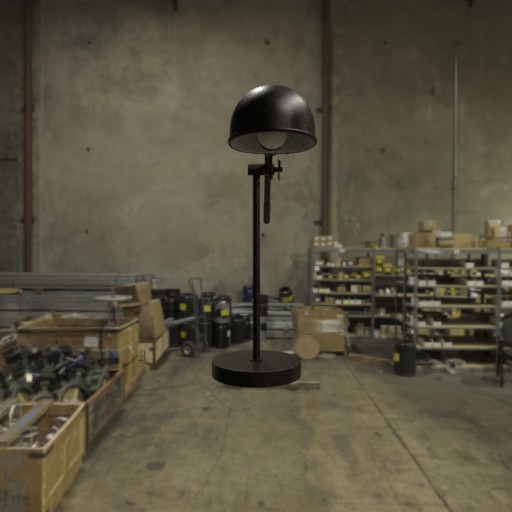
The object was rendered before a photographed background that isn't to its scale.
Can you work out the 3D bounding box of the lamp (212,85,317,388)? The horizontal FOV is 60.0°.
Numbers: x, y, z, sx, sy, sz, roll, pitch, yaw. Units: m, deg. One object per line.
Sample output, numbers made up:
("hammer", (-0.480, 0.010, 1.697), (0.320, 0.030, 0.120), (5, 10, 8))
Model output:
("lamp", (0.000, 0.000, 0.811), (0.185, 0.495, 0.567), (0, 1, 1))
